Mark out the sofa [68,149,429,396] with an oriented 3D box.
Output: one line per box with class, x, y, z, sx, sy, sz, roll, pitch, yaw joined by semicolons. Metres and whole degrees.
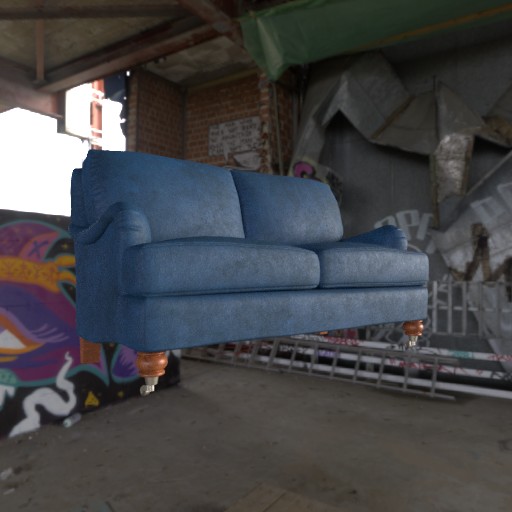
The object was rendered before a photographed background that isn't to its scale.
sofa;0.000;0.000;2.513;1.853;1.101;1.084;1;-2;-36
